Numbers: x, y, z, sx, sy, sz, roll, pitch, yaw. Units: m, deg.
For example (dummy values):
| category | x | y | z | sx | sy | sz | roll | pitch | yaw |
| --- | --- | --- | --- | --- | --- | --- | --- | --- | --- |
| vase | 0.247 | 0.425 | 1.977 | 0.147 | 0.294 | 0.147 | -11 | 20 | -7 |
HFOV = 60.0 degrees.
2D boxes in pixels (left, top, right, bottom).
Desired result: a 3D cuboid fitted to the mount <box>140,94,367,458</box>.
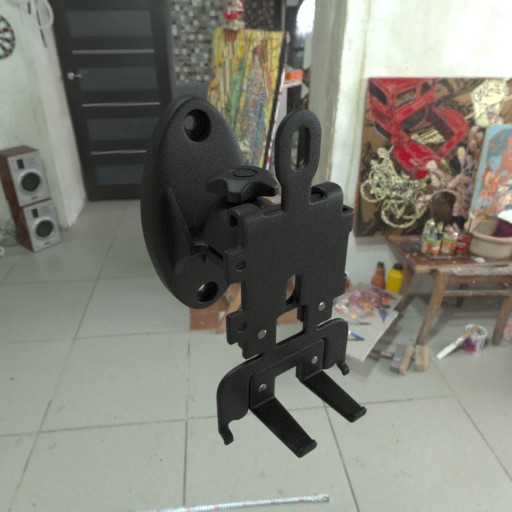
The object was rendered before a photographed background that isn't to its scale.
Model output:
| category | x | y | z | sx | sy | sz | roll | pitch | yaw |
| --- | --- | --- | --- | --- | --- | --- | --- | --- | --- |
| mount | 0.000 | 0.000 | 0.174 | 0.066 | 0.118 | 0.100 | -19 | 34 | -31 |
